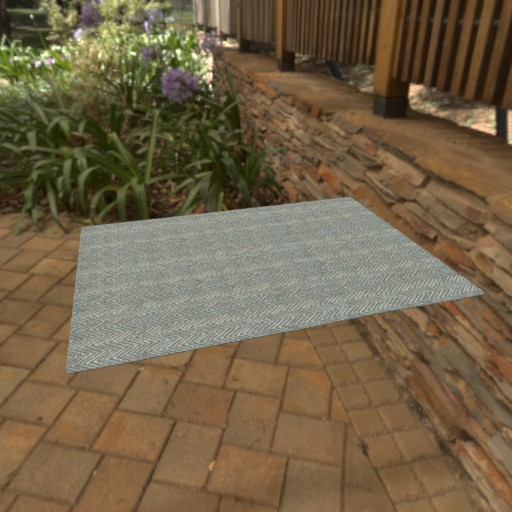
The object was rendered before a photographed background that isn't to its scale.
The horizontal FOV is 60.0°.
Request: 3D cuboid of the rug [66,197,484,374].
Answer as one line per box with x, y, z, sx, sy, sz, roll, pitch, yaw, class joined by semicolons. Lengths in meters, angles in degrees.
0.000;0.000;5.163;3.957;0.011;2.894;-8;29;-15;rug
